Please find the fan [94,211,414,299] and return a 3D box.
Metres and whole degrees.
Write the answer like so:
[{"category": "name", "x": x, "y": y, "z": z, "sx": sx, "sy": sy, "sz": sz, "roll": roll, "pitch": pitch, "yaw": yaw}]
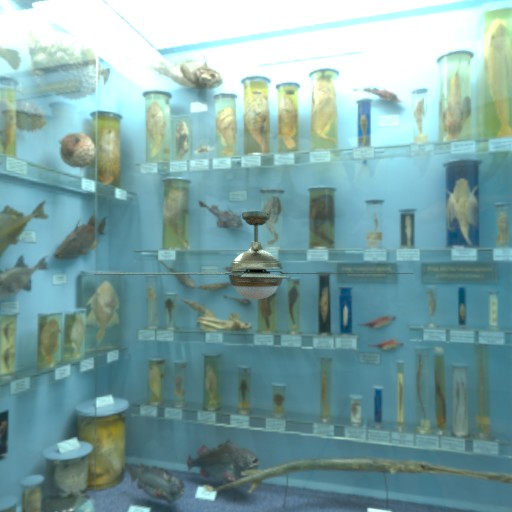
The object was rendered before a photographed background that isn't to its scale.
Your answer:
[{"category": "fan", "x": 0.000, "y": 0.000, "z": 1.954, "sx": 1.321, "sy": 0.381, "sz": 1.321, "roll": 0, "pitch": -1, "yaw": 18}]
